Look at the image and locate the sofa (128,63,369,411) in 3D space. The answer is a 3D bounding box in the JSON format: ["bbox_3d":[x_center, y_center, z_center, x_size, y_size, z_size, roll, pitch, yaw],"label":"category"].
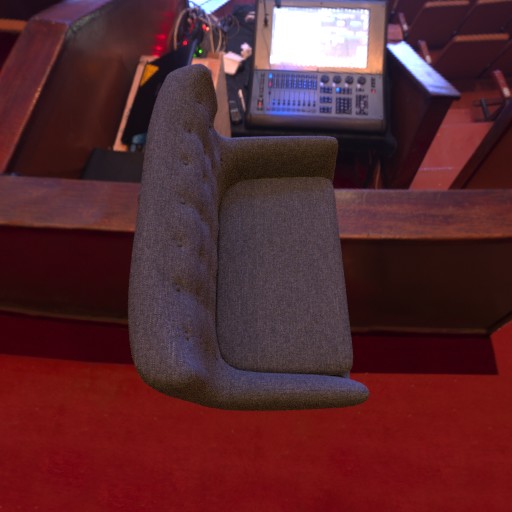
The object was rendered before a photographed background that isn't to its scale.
[{"bbox_3d":[0.000,0.000,2.030,0.874,1.028,1.358,-1,63,0],"label":"sofa"}]
